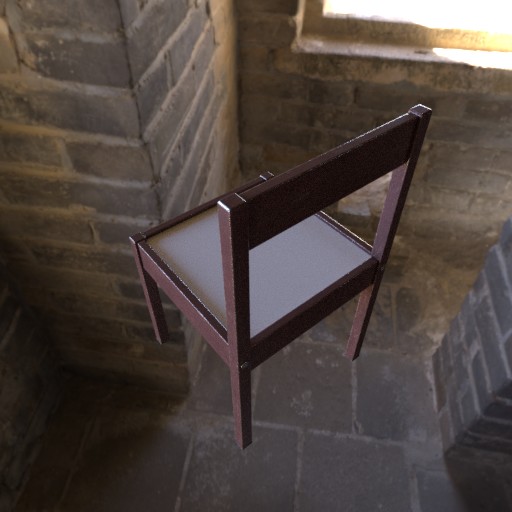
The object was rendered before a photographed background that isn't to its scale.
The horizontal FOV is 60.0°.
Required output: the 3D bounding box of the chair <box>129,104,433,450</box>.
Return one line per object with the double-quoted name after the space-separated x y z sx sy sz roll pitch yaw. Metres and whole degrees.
0.000 0.000 0.689 0.285 0.505 0.285 -30 52 -26 "chair"
